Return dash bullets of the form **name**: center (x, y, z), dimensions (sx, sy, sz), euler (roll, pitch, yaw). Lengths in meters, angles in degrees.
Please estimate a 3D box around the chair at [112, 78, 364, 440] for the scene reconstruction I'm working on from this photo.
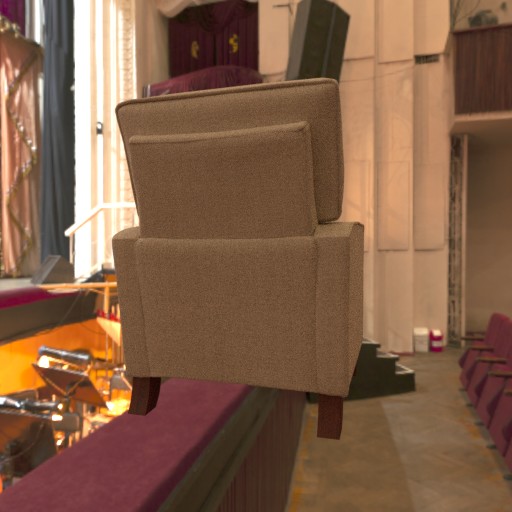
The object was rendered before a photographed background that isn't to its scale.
- **chair**: center (0.000, 0.000, 1.422), dimensions (0.648, 0.888, 0.754), euler (0, 1, 17)
